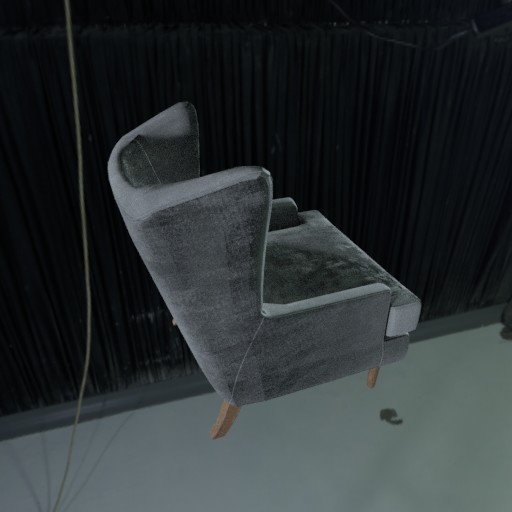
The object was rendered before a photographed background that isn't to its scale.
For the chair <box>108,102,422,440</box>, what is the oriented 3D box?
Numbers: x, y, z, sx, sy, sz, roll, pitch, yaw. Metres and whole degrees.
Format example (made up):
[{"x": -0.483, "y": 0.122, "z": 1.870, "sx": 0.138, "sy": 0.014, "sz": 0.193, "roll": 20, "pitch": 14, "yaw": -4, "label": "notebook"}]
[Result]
[{"x": 0.000, "y": 0.000, "z": 1.599, "sx": 0.906, "sy": 0.950, "sz": 0.784, "roll": -11, "pitch": 33, "yaw": -18, "label": "chair"}]
